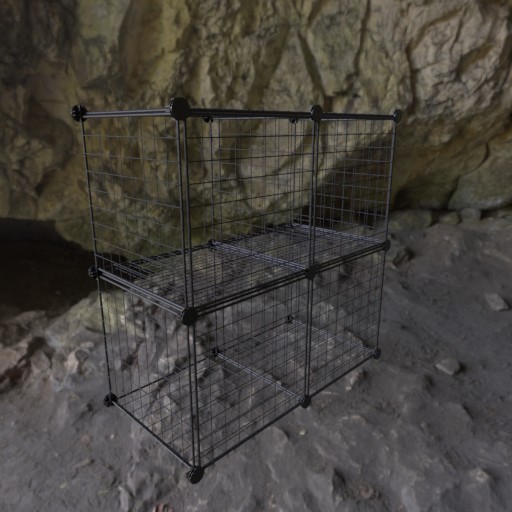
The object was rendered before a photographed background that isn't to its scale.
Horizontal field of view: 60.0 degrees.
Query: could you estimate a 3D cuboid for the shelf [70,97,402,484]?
[{"bbox_3d":[0.000,0.000,1.117,0.356,0.711,0.711,16,22,43],"label":"shelf"}]
